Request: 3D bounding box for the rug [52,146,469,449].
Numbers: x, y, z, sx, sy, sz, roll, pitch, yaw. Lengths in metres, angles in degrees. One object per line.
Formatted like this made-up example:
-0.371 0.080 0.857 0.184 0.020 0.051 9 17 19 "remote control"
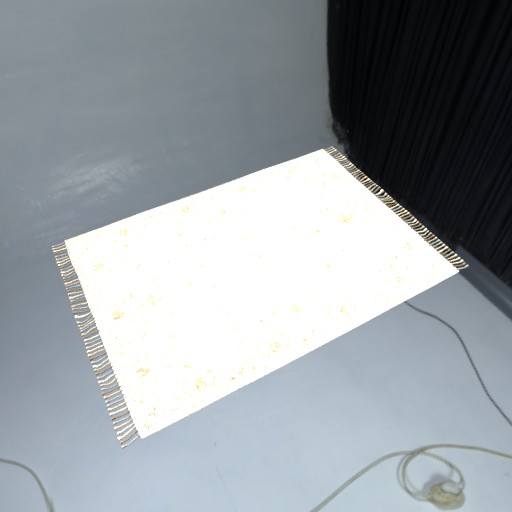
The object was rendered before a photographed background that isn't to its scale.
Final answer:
0.000 0.000 2.336 1.861 0.017 1.218 -23 53 -19 "rug"
